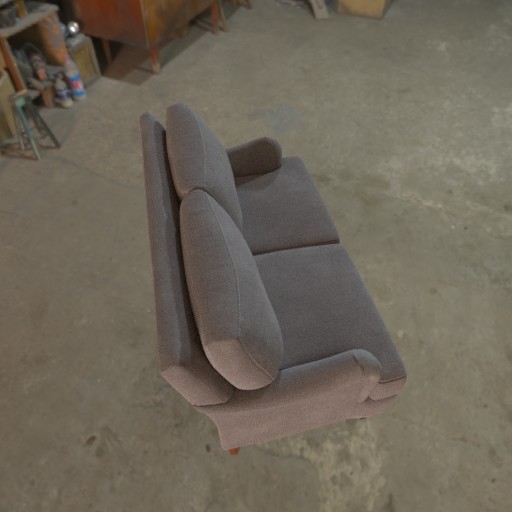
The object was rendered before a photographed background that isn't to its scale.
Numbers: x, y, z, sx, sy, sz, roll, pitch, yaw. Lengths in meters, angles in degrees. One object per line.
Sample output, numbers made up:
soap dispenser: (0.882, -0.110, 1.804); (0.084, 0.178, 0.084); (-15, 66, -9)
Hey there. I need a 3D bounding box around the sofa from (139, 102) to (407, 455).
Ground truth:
sofa: (0.000, 0.000, 2.538); (1.084, 1.101, 1.853); (-9, 48, -8)
